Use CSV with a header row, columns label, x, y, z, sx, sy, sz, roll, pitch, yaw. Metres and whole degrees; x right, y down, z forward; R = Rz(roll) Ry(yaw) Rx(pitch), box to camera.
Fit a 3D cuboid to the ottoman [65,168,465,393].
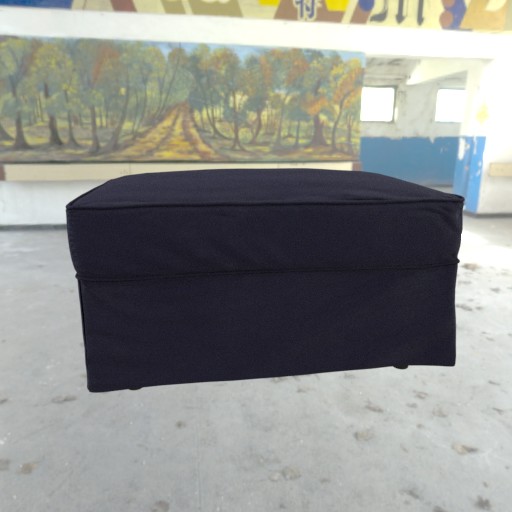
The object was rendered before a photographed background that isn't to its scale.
label,x,y,z,sx,sy,sz,roll,pitch,yaw
ottoman,0.000,0.000,1.306,0.938,0.503,0.637,-2,15,-8
